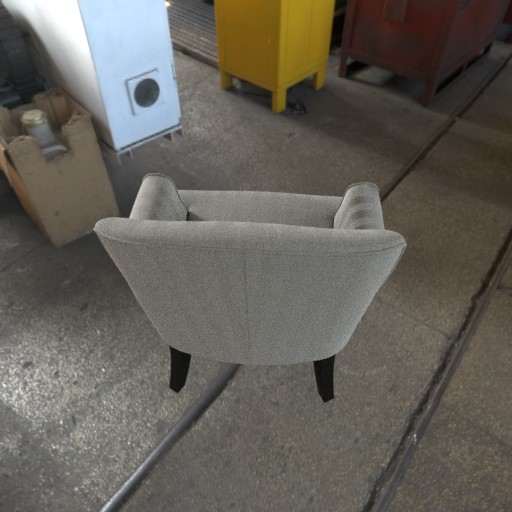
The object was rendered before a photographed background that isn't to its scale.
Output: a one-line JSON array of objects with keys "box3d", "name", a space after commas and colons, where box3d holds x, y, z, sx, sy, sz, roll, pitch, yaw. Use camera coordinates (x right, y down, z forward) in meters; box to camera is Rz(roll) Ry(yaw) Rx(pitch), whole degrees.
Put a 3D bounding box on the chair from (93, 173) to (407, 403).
[{"box3d": [0.000, 0.000, 1.453, 0.772, 0.880, 0.755, 3, 47, 3], "name": "chair"}]
